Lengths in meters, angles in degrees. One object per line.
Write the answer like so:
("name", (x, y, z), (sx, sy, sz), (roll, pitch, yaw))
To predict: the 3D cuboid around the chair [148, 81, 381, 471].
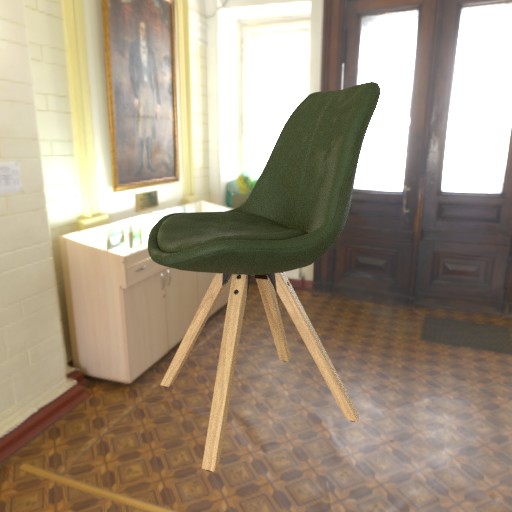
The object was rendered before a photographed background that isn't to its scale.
("chair", (0.000, 0.000, 1.172), (0.547, 0.865, 0.483), (-7, 15, -24))
